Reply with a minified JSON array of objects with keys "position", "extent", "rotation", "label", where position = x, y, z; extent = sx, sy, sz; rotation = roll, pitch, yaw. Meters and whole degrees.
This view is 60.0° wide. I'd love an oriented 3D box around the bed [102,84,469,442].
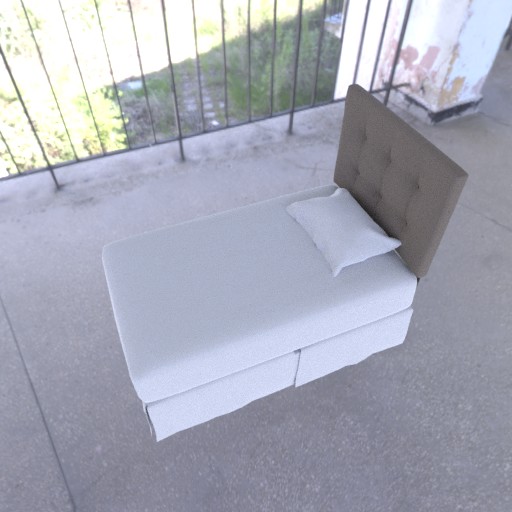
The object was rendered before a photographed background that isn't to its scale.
[{"position":[0.000,0.000,2.989],"extent":[1.997,1.571,1.261],"rotation":[-17,49,-15],"label":"bed"}]
